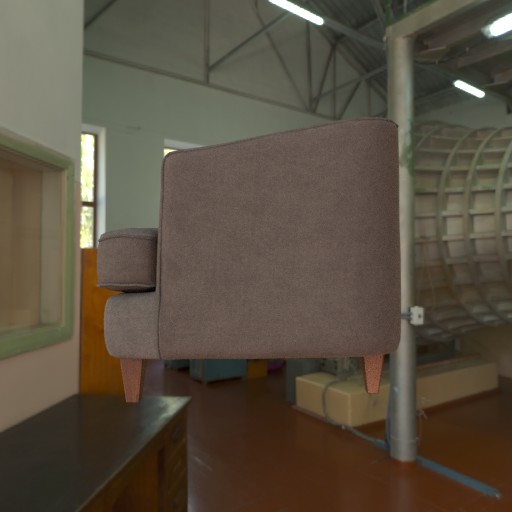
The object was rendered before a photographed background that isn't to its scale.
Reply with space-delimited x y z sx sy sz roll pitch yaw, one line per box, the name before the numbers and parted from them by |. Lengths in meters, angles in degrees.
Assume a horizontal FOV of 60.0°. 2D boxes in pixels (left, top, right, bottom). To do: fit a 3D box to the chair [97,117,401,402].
chair | 0.000 0.000 1.759 0.941 0.852 1.104 0 -1 0
